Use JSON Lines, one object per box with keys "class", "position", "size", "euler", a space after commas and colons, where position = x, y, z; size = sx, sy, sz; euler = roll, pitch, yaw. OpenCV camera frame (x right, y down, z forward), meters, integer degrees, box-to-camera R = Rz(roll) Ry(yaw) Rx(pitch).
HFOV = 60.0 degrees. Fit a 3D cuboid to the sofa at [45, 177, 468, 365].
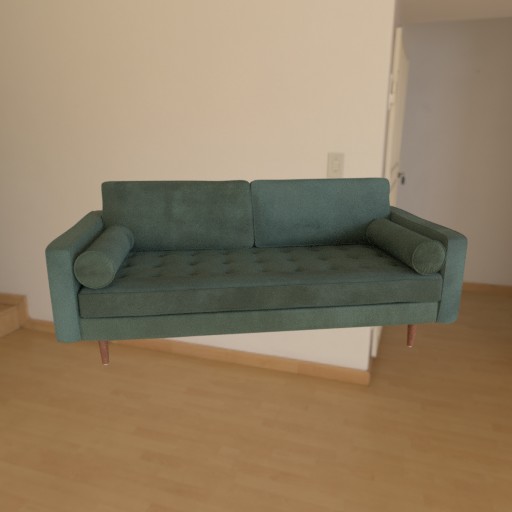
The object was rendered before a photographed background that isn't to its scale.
{"class": "sofa", "position": [0.000, 0.000, 2.381], "size": [1.880, 0.772, 0.916], "euler": [-2, 16, -7]}
